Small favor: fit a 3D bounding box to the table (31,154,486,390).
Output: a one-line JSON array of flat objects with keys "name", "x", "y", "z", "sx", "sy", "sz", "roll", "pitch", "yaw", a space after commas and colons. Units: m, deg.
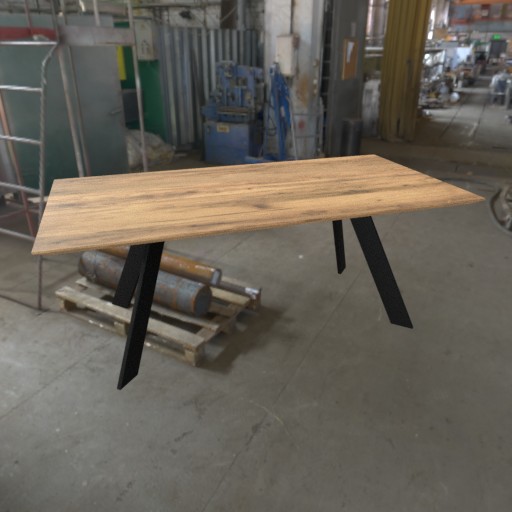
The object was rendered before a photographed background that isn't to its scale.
[{"name": "table", "x": 0.000, "y": 0.000, "z": 2.444, "sx": 2.000, "sy": 0.770, "sz": 1.000, "roll": -8, "pitch": 27, "yaw": -16}]
